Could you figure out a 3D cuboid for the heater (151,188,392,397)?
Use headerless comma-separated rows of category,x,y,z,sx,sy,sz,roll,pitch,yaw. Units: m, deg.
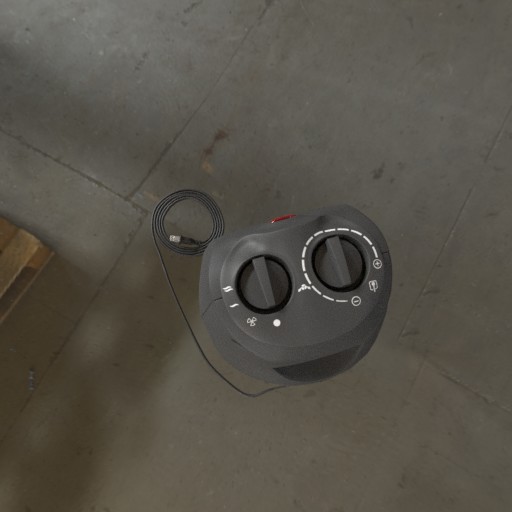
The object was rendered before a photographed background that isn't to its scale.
heater,0.000,0.000,0.470,0.239,0.240,0.291,-15,77,-4
